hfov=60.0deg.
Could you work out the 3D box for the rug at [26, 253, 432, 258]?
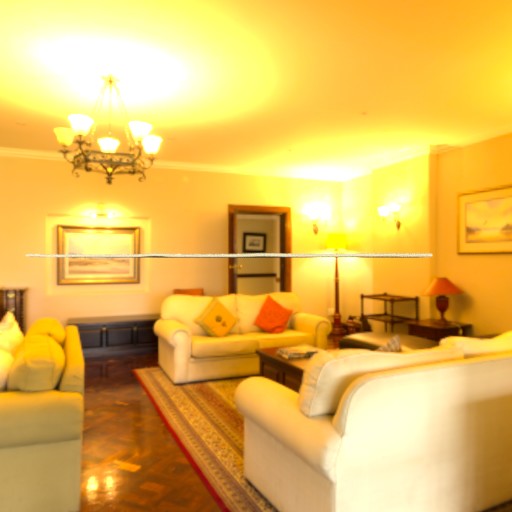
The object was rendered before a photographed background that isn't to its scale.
[{"bbox_3d":[0.000,0.000,0.905,0.639,0.006,0.548,0,0,18],"label":"rug"}]
